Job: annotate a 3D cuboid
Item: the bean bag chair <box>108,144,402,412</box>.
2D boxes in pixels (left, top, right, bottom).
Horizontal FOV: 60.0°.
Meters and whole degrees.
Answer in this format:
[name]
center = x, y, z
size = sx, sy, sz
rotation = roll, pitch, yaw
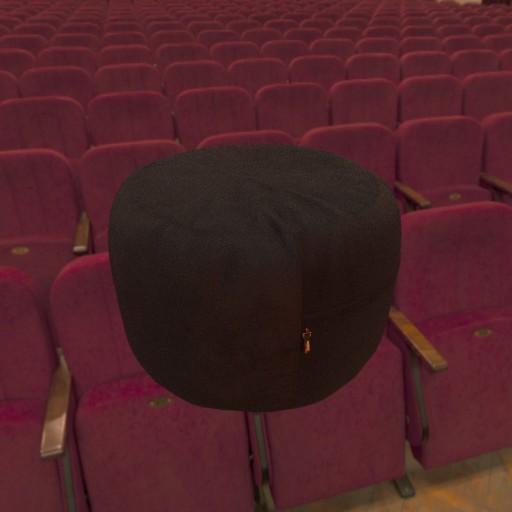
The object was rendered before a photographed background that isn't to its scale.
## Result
[bean bag chair]
center = 0.000, 0.000, 1.960
size = 1.219, 0.762, 1.219
rotation = 0, 30, 0
